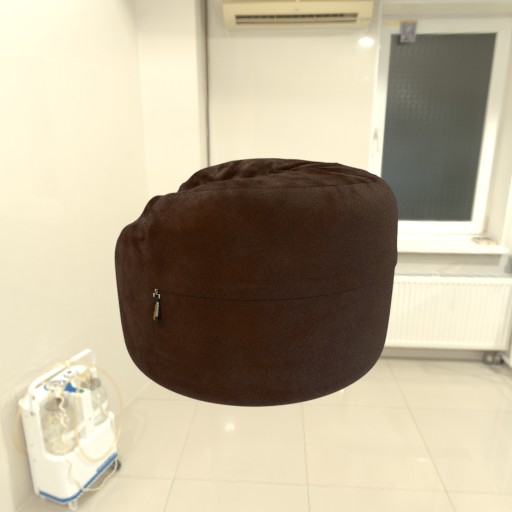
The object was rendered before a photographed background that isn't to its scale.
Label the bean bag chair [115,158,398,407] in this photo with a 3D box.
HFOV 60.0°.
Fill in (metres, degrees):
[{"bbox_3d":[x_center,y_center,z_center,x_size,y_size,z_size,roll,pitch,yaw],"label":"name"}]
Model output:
[{"bbox_3d":[0.000,0.000,1.505,0.918,0.616,0.918,0,16,0],"label":"bean bag chair"}]
